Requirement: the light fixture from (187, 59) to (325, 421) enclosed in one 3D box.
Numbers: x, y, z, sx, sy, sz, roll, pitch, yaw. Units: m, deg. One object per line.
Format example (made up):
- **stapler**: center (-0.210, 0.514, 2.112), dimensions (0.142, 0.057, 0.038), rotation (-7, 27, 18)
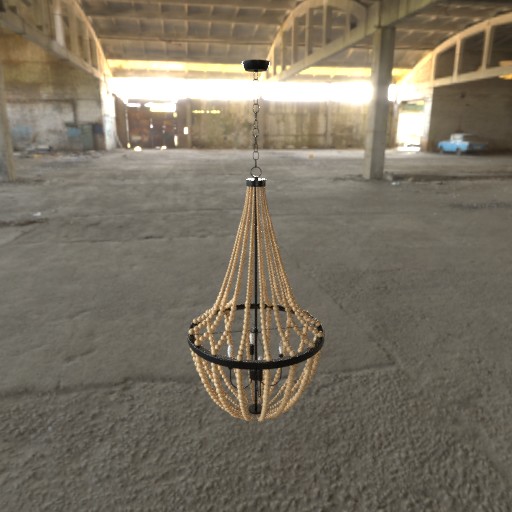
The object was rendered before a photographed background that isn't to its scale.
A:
- **light fixture**: center (0.000, 0.000, 1.397), dimensions (0.450, 1.133, 0.450), rotation (0, 16, 0)
